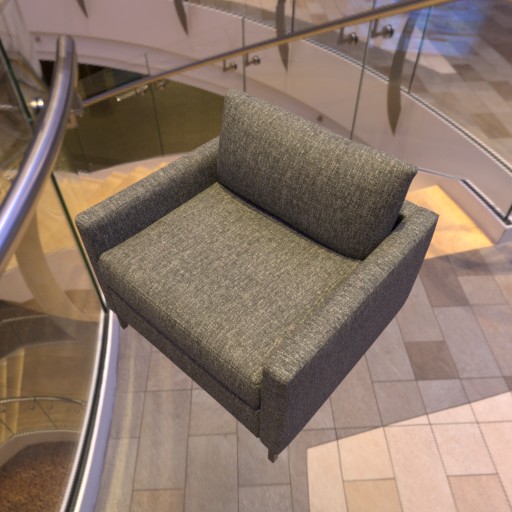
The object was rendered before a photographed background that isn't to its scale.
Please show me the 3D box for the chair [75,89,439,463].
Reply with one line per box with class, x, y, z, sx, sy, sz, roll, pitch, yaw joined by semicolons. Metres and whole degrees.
chair;0.000;0.000;1.639;0.963;0.861;0.866;32;54;27
